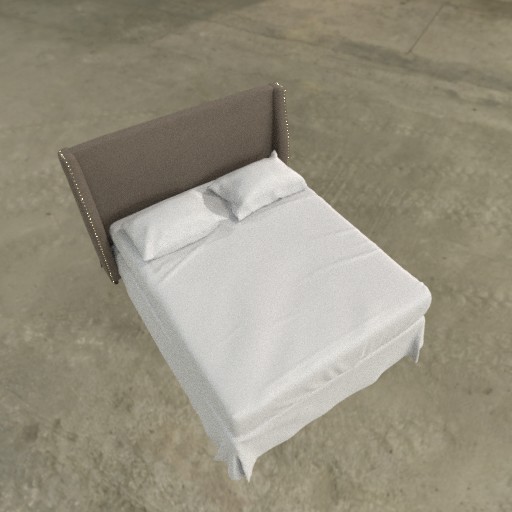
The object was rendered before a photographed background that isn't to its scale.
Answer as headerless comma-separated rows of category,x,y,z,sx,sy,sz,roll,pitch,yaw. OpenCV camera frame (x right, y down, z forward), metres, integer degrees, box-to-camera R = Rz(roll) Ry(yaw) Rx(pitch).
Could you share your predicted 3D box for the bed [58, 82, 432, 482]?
bed,0.000,0.000,3.326,1.925,1.332,2.276,-26,53,-22
